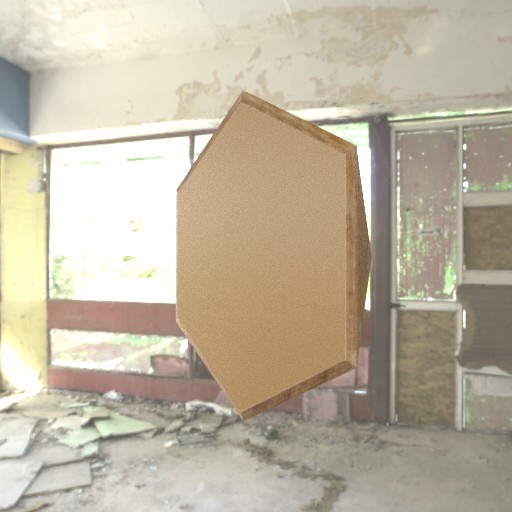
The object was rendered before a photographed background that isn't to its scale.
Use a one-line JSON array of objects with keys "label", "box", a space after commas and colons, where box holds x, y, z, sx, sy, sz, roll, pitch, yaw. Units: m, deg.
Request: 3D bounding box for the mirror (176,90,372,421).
[{"label": "mirror", "box": [0.000, 0.000, 1.067, 0.091, 0.779, 0.675, 0, 0, -38]}]
